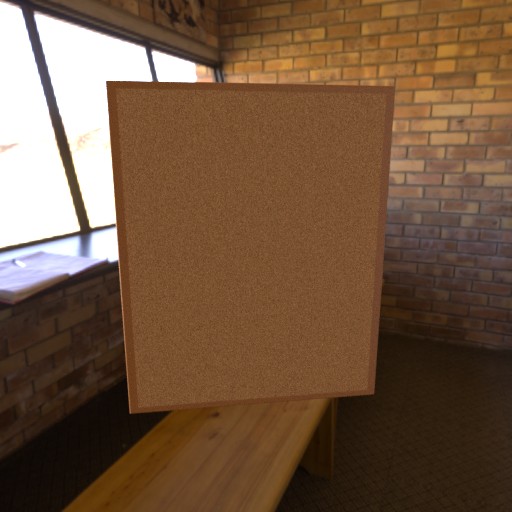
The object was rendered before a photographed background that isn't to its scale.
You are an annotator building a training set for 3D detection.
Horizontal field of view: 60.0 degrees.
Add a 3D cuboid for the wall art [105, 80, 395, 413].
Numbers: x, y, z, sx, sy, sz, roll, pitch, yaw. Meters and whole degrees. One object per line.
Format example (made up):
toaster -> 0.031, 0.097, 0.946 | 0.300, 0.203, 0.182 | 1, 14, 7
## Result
wall art -> 0.000, 0.000, 0.519 | 0.310, 0.379, 0.015 | -2, 14, -8
